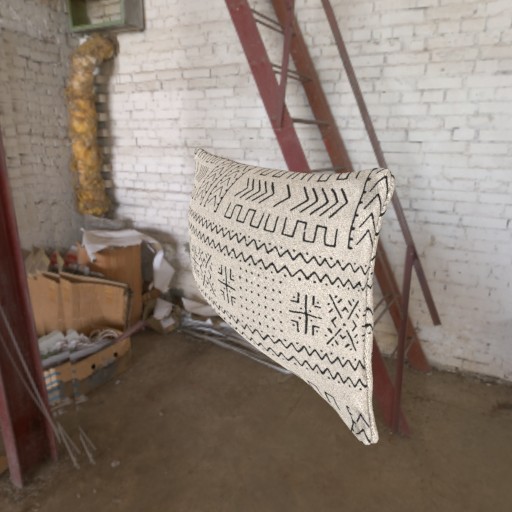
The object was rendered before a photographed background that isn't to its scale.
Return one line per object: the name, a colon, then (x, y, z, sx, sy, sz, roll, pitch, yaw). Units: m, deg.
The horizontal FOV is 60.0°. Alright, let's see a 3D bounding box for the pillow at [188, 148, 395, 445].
pillow: (0.000, 0.000, 0.785, 0.188, 0.352, 0.637, -8, 18, -25)
